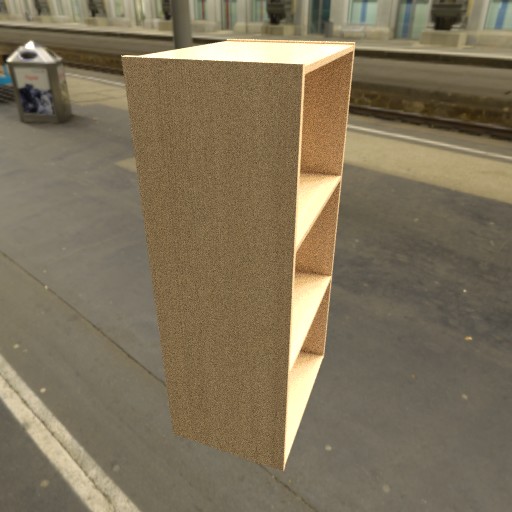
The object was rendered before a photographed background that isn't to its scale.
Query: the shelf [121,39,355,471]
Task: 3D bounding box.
[{"bbox_3d":[0.000,0.000,1.030,0.292,0.876,0.417,11,31,18],"label":"shelf"}]
